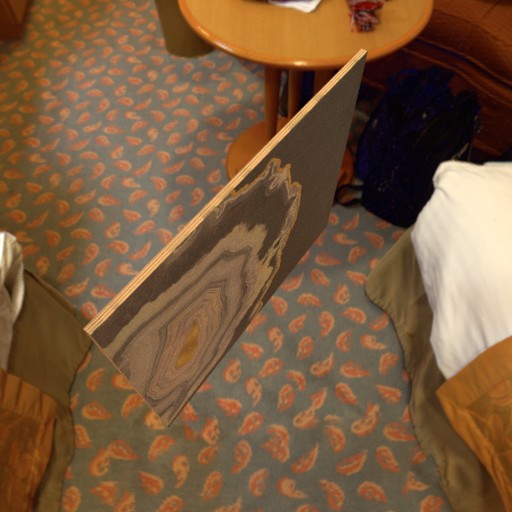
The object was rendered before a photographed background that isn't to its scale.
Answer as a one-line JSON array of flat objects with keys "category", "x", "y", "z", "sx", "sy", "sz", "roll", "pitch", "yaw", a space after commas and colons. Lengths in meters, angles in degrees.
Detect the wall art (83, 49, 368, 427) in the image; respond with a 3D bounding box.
[{"category": "wall art", "x": 0.000, "y": 0.000, "z": 0.672, "sx": 0.010, "sy": 0.408, "sz": 0.508, "roll": 32, "pitch": 63, "yaw": 18}]
